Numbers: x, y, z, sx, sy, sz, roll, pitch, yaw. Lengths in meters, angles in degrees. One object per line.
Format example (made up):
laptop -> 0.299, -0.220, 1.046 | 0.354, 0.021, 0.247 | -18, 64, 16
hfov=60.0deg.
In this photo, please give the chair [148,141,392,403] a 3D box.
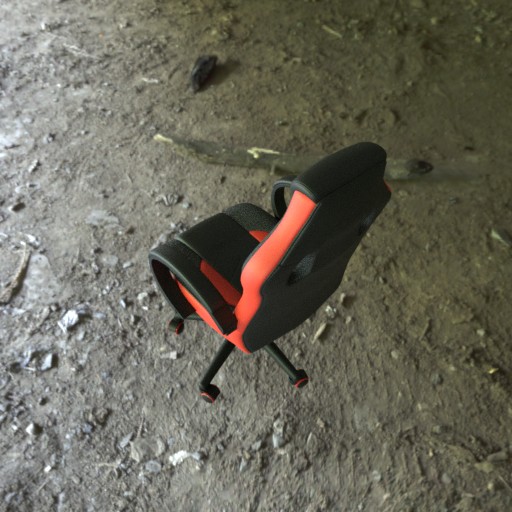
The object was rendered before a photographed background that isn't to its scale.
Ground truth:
chair -> 0.000, 0.000, 1.383 | 0.600, 1.016, 0.642 | -33, 55, -27
